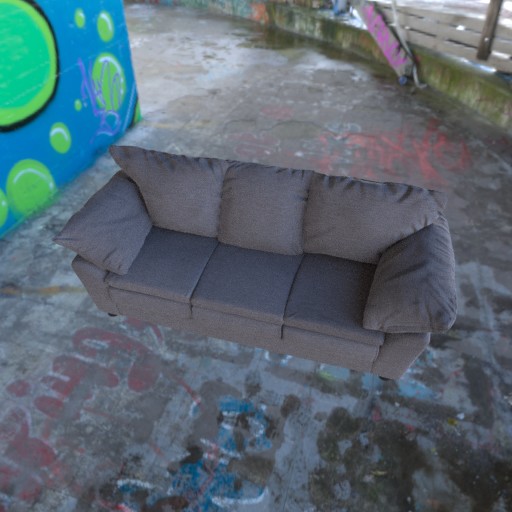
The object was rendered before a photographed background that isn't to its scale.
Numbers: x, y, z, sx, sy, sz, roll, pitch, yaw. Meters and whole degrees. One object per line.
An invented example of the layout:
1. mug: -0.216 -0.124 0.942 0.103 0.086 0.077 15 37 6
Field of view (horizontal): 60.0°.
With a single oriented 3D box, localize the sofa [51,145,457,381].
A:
1. sofa: 0.000 0.000 2.912 2.390 1.043 0.927 11 42 12
